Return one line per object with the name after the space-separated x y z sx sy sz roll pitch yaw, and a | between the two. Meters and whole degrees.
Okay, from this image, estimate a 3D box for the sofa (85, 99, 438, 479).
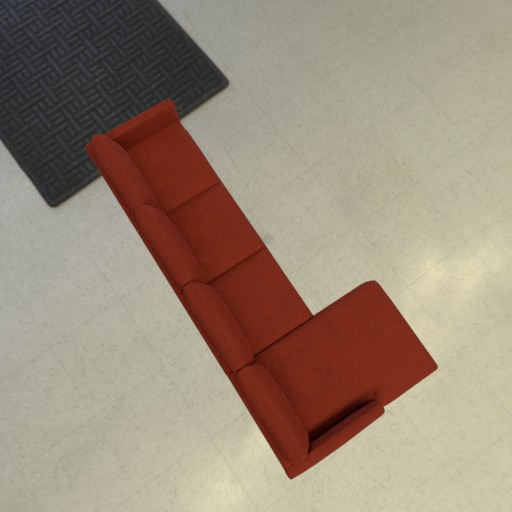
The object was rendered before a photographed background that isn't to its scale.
0.000 0.000 2.919 1.136 0.663 2.467 -33 79 -7 | sofa
